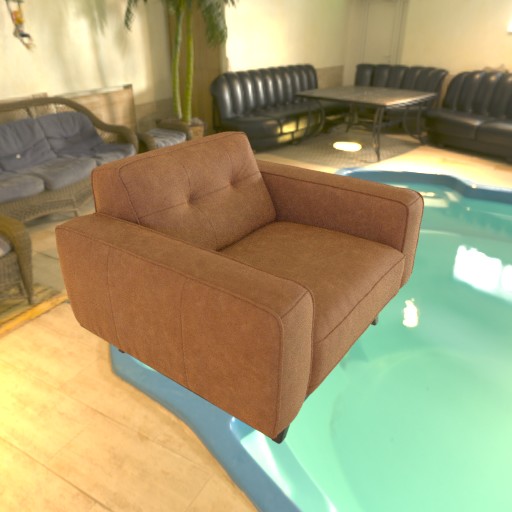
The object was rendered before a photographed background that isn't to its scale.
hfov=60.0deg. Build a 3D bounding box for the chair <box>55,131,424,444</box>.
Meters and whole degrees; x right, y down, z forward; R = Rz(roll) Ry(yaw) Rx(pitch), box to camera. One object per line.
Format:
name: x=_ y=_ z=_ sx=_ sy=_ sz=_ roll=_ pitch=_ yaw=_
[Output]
chair: x=0.000 y=0.000 z=1.727 sx=0.952 sy=0.782 sz=1.118 roll=18 pitch=32 yaw=31
